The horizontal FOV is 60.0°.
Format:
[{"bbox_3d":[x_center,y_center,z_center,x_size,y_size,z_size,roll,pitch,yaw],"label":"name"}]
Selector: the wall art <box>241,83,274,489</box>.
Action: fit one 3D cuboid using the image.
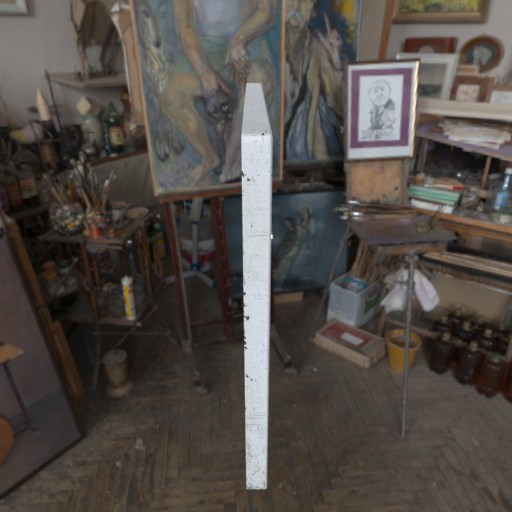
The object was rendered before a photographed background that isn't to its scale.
[{"bbox_3d":[0.000,0.000,0.910,0.040,0.611,0.610,0,26,-1],"label":"wall art"}]
